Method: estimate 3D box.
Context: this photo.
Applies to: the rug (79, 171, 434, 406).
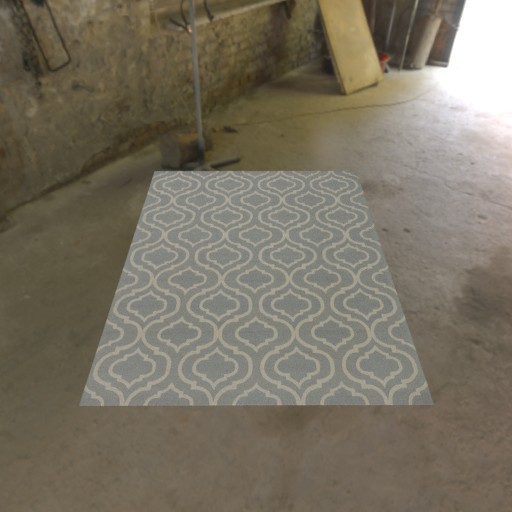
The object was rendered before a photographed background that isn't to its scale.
[{"bbox_3d":[0.000,0.000,3.937,2.283,0.006,2.892,0,42,0],"label":"rug"}]
